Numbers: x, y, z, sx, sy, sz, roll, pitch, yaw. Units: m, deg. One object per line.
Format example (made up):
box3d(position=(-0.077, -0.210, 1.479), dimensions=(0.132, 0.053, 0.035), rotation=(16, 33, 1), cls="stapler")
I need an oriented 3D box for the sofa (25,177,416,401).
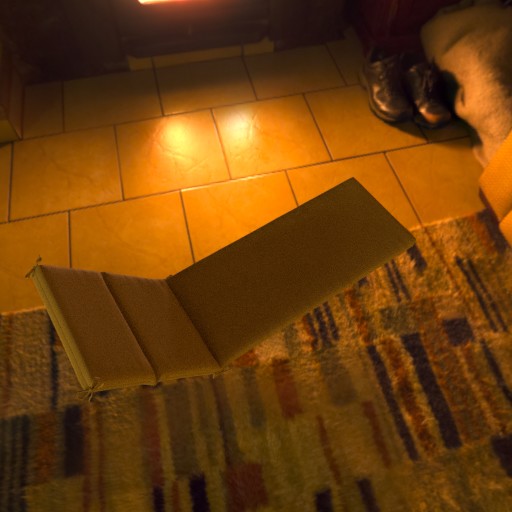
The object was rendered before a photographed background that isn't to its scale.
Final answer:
box3d(position=(0.000, 0.000, 1.948), dimensions=(1.663, 0.622, 0.582), rotation=(-30, 64, -16), cls="sofa")
